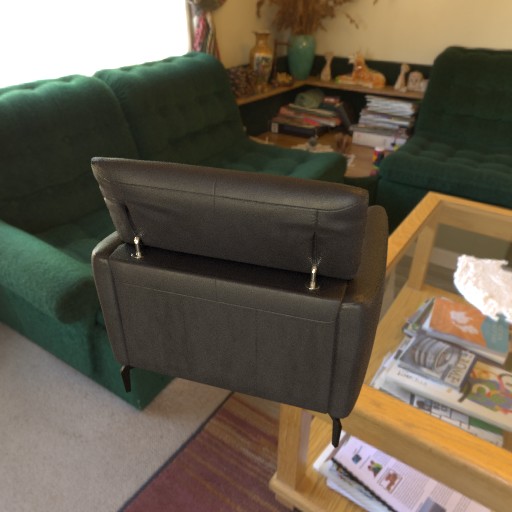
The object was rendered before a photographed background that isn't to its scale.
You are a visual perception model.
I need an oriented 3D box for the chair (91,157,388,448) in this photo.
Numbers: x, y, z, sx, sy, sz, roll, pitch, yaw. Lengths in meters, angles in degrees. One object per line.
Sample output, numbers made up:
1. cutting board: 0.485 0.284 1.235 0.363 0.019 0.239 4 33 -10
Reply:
1. chair: 0.000 0.000 1.719 0.976 0.949 0.809 9 33 15
